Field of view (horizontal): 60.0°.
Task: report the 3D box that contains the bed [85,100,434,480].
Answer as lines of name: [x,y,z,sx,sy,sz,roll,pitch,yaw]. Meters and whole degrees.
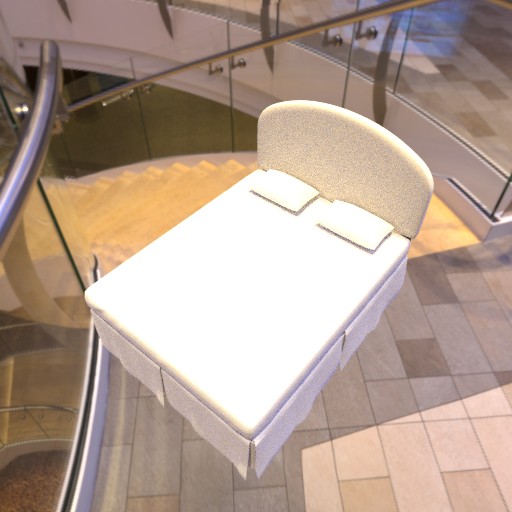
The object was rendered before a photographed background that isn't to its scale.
bed: [0.000,0.000,3.093,1.607,1.410,2.005,30,53,27]
